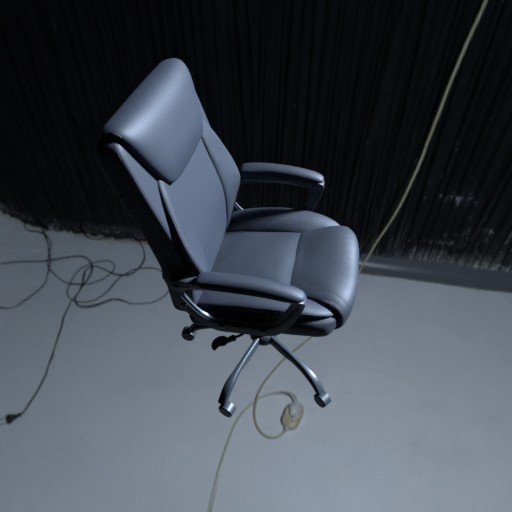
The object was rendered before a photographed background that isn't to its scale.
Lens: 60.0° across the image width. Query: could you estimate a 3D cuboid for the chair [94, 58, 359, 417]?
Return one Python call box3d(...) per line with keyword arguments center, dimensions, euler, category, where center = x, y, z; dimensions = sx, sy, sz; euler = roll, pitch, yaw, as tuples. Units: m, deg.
box3d(center=(0.000, 0.000, 1.423), dimensions=(0.655, 1.072, 0.615), euler=(8, 46, 8), category="chair")
